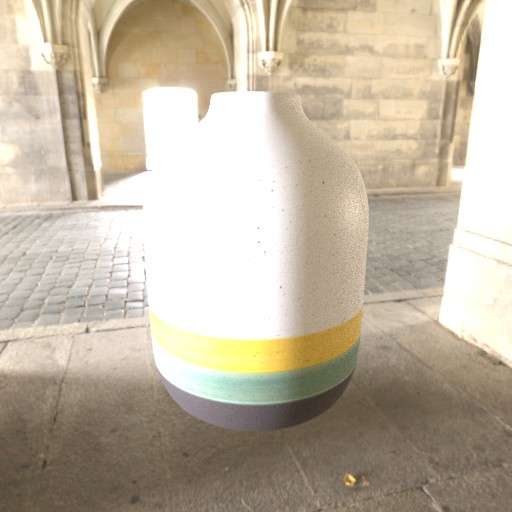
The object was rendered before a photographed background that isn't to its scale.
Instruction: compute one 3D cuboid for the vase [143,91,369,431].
[{"bbox_3d":[0.000,0.000,0.351,0.169,0.240,0.169,0,16,0],"label":"vase"}]
